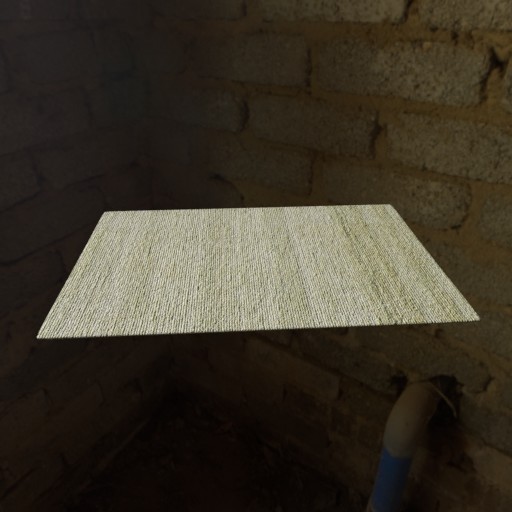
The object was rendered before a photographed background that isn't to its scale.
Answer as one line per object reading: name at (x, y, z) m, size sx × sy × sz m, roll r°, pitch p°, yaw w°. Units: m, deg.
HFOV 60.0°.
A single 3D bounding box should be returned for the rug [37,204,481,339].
rug at (0.000, 0.000, 2.223) m, size 1.758 × 0.010 × 1.143 m, roll -2°, pitch 31°, yaw -3°
